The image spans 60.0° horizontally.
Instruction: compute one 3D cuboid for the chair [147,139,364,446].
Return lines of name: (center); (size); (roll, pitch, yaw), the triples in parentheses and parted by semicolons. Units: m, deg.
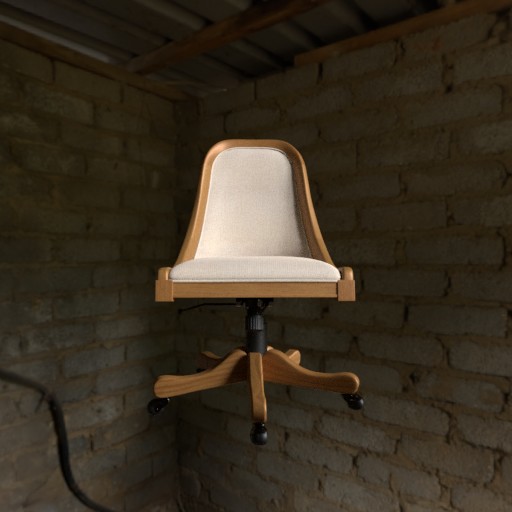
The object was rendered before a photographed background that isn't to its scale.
chair: (0.000, 0.000, 1.566); (0.702, 1.009, 0.811); (0, 1, -1)
